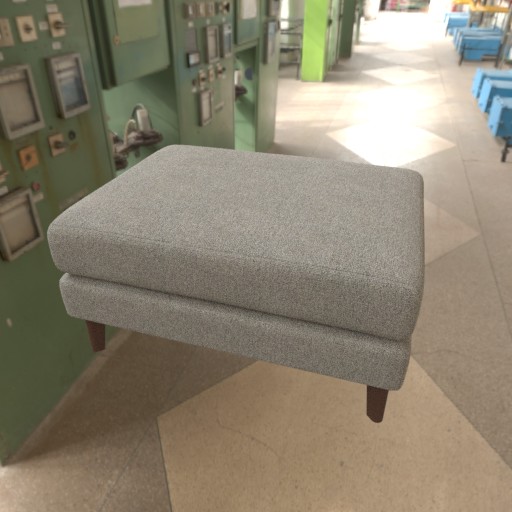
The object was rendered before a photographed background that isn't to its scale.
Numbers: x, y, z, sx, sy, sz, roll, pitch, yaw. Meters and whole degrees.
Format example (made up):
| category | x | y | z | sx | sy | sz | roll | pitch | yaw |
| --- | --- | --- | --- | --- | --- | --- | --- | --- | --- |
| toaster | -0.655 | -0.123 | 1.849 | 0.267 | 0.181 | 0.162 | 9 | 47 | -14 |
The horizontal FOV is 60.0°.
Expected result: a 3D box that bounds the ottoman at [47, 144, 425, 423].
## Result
| category | x | y | z | sx | sy | sz | roll | pitch | yaw |
| --- | --- | --- | --- | --- | --- | --- | --- | --- | --- |
| ottoman | 0.000 | 0.000 | 1.211 | 0.821 | 0.441 | 0.611 | 10 | 33 | 15 |
